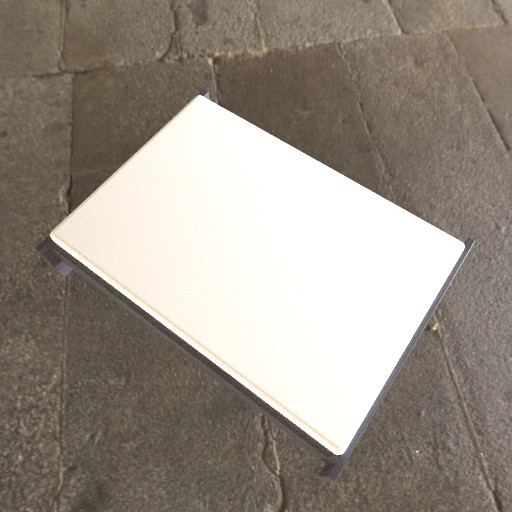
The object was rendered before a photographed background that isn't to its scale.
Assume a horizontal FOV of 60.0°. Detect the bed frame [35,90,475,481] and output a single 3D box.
[{"bbox_3d":[0.000,0.000,2.597,1.950,0.432,1.490,33,68,15],"label":"bed frame"}]
